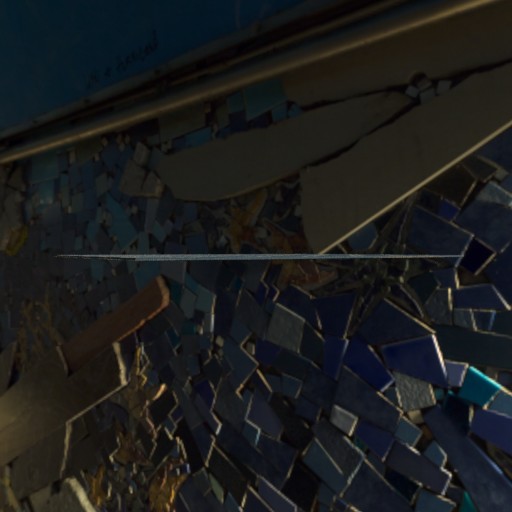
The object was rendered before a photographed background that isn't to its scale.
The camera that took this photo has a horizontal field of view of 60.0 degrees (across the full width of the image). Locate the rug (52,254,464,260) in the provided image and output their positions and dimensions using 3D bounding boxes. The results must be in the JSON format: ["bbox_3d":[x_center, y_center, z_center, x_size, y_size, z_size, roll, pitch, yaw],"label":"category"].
[{"bbox_3d":[0.000,0.000,4.443,3.342,0.018,2.432,0,1,-35],"label":"rug"}]
